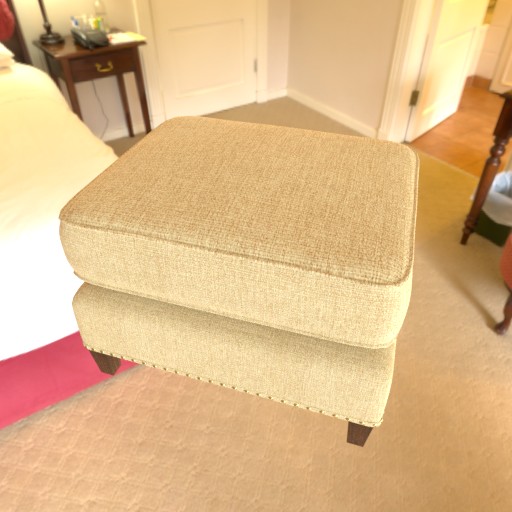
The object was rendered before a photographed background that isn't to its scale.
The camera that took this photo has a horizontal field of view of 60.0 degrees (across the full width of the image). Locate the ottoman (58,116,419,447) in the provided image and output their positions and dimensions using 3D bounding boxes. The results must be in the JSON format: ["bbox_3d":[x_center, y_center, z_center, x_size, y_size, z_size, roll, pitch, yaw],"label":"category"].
[{"bbox_3d":[0.000,0.000,1.134,0.738,0.537,0.589,11,41,13],"label":"ottoman"}]
